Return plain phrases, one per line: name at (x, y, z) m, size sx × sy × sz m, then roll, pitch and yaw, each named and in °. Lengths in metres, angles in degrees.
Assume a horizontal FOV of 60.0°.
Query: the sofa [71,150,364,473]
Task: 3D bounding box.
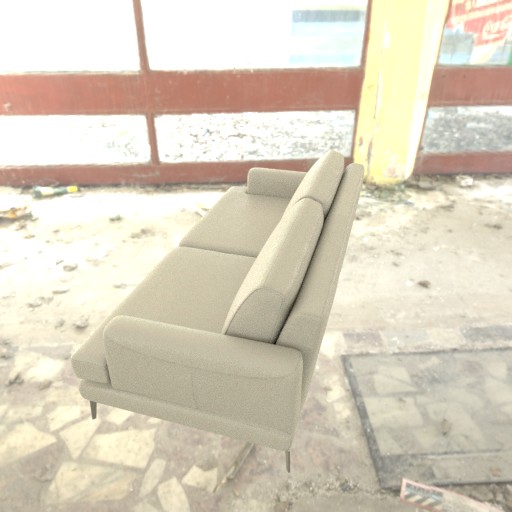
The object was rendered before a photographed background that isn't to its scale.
sofa at (0.000, 0.000, 2.408) m, size 0.974 × 0.765 × 1.940 m, roll 9°, pitch 31°, yaw 14°
